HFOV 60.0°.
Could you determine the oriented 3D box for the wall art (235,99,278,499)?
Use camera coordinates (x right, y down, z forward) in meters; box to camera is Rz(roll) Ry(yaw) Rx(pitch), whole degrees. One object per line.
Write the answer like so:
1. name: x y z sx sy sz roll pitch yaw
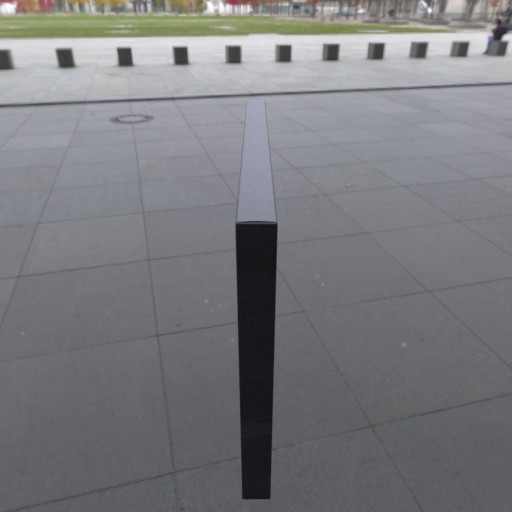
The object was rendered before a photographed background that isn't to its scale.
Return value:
1. wall art: 0.000 0.000 0.759 0.038 0.409 0.610 0 29 0
